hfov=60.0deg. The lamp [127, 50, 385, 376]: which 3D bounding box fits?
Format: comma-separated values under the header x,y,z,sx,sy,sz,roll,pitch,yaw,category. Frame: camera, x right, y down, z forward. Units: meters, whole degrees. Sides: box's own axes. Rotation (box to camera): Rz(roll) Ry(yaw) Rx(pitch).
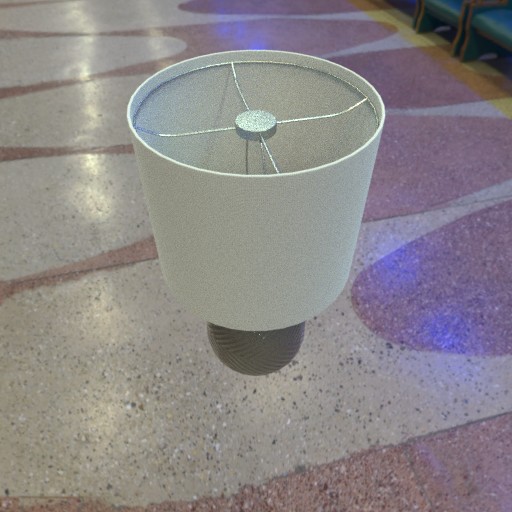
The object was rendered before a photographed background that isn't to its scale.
x,y,z,sx,sy,sz,roll,pitch,yaw,category
0.000,0.000,0.493,0.207,0.366,0.207,-10,47,-9,lamp
